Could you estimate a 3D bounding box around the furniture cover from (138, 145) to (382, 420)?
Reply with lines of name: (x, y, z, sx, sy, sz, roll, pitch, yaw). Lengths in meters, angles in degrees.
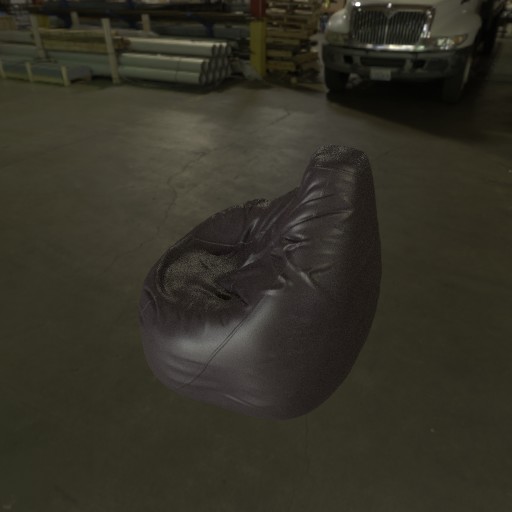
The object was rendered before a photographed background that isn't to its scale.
furniture cover: (0.000, 0.000, 1.927, 1.070, 0.990, 1.070, 9, 33, 13)
